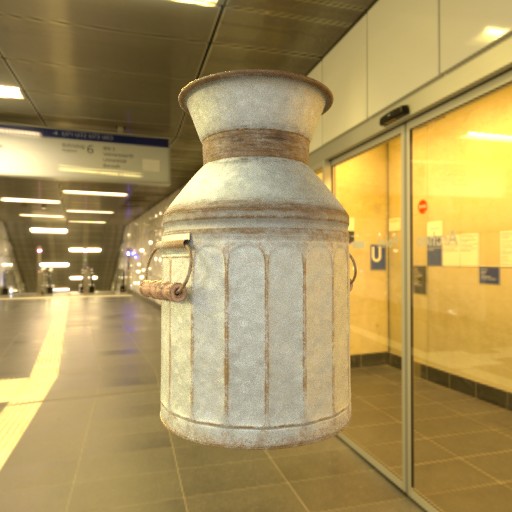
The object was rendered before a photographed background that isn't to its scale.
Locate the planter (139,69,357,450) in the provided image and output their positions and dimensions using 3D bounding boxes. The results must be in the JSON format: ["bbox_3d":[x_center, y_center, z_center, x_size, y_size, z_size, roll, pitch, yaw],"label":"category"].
[{"bbox_3d":[0.000,0.000,0.510,0.248,0.358,0.215,1,-1,-35],"label":"planter"}]
